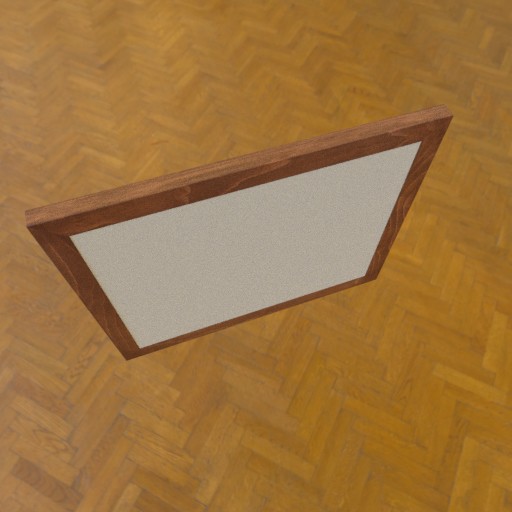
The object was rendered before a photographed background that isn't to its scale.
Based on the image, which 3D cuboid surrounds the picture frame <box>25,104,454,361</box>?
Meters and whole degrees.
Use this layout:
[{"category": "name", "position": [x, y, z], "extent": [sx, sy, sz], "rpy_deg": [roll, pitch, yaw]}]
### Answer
[{"category": "picture frame", "position": [0.000, 0.000, 0.750], "extent": [0.559, 0.457, 0.025], "rpy_deg": [-17, 59, -10]}]
